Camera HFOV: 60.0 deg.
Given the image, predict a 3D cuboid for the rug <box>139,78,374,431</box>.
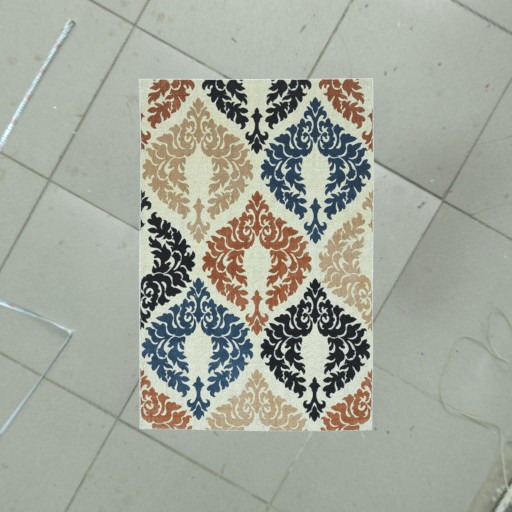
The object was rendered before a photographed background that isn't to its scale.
[{"bbox_3d":[0.000,0.000,2.859,1.514,0.014,2.275,0,91,0],"label":"rug"}]
